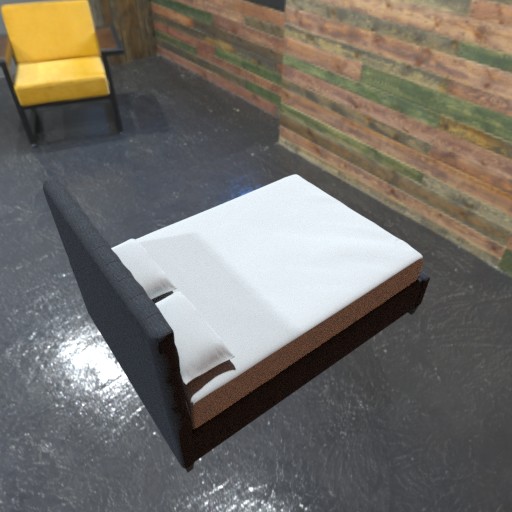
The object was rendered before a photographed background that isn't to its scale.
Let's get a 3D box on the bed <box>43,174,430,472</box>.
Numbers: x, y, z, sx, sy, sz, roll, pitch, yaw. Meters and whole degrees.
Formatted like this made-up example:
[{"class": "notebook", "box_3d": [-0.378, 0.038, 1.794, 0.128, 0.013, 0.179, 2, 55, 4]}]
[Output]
[{"class": "bed", "box_3d": [0.000, 0.000, 3.458, 2.387, 1.427, 1.698, -26, 48, -27]}]
